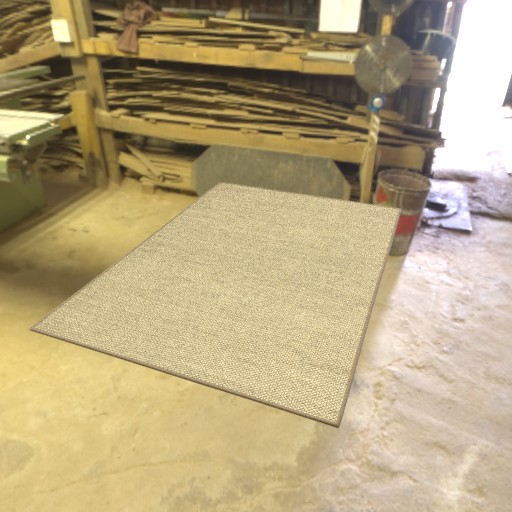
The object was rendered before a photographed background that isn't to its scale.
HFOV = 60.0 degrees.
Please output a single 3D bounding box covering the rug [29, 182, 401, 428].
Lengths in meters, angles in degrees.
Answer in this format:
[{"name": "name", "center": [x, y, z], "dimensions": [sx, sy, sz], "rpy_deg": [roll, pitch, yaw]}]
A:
[{"name": "rug", "center": [0.000, 0.000, 2.730], "dimensions": [1.517, 0.013, 2.115], "rpy_deg": [11, 32, 19]}]
